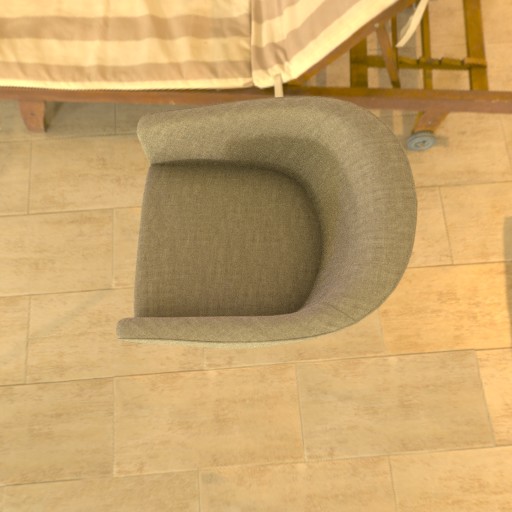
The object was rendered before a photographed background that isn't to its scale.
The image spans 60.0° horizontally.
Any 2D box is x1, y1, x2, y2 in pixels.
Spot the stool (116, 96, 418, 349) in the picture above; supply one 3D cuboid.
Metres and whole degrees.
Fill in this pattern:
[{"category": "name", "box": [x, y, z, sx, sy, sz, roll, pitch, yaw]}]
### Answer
[{"category": "stool", "box": [0.000, 0.000, 1.326, 0.635, 0.952, 0.559, 2, 76, 0]}]
